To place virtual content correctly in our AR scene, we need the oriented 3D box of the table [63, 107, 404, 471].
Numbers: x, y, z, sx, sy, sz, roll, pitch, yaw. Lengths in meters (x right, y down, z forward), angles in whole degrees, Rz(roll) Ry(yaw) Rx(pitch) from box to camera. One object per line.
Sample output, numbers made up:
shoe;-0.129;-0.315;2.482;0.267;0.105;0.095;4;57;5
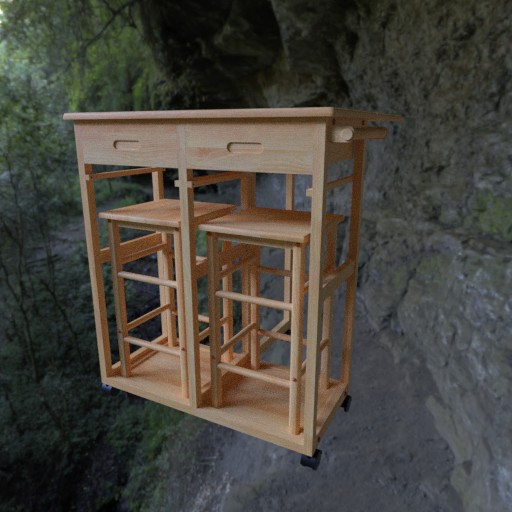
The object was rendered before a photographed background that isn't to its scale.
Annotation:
table;0.000;0.000;1.367;0.752;0.832;0.693;8;18;27
